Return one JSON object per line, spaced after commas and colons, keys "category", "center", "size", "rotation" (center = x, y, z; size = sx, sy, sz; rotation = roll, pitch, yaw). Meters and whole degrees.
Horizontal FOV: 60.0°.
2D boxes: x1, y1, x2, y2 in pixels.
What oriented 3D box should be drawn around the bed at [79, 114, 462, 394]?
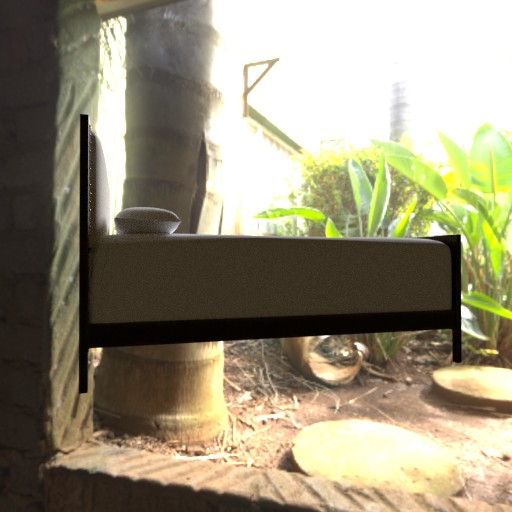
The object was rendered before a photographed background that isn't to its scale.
{"category": "bed", "center": [0.000, 0.000, 3.168], "size": [2.221, 1.313, 1.607], "rotation": [0, -1, -17]}
